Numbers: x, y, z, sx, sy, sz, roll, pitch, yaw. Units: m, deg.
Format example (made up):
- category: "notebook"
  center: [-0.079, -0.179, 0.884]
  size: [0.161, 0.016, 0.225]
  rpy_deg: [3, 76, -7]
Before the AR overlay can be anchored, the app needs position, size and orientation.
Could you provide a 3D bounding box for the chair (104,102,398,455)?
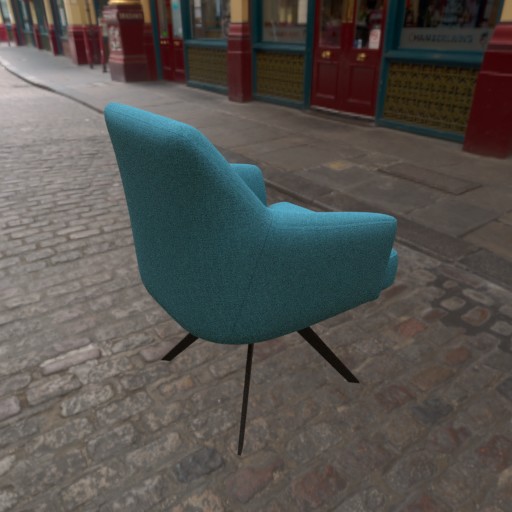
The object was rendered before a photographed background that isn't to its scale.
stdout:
- category: "chair"
  center: [0.000, 0.000, 1.307]
  size: [0.677, 0.874, 0.642]
  rpy_deg: [-18, 32, -32]
